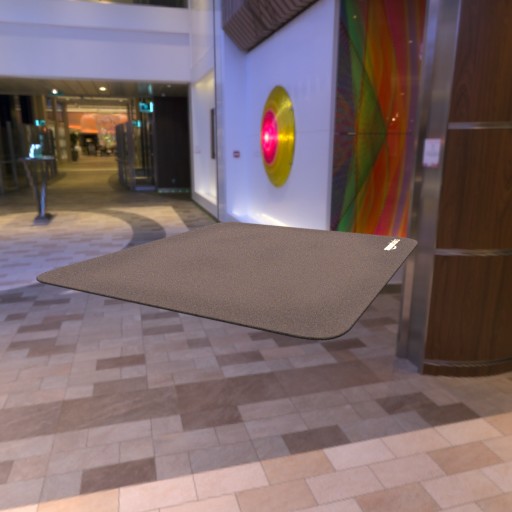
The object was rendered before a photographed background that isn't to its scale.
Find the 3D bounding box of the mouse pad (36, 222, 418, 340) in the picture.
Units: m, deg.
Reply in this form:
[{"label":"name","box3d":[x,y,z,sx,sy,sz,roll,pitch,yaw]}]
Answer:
[{"label":"mouse pad","box3d":[0.000,0.000,0.442,0.269,0.002,0.315,7,16,27]}]
